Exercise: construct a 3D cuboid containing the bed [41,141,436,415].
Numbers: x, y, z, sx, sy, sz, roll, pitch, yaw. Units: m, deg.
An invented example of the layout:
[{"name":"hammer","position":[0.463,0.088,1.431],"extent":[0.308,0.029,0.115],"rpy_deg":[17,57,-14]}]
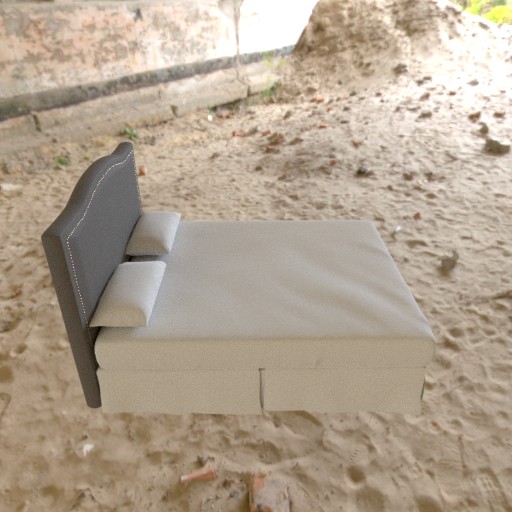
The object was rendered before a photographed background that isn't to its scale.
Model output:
[{"name":"bed","position":[0.000,0.000,3.373],"extent":[2.282,1.436,1.821],"rpy_deg":[0,31,-1]}]
